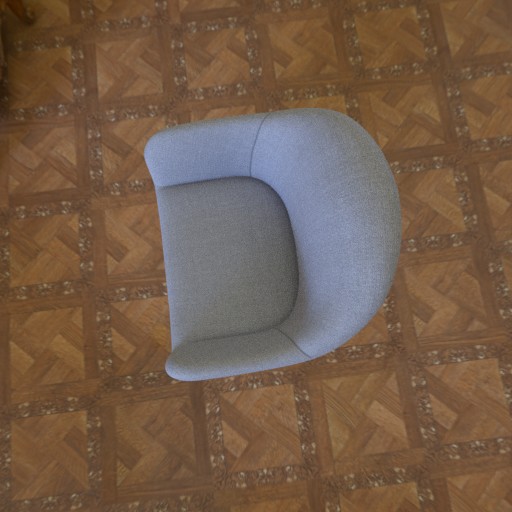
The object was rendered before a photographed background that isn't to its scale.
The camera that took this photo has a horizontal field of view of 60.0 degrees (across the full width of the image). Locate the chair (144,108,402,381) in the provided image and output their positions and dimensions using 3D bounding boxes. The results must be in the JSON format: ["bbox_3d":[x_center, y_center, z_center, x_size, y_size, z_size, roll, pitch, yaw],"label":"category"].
[{"bbox_3d":[0.000,0.000,1.201,0.550,0.795,0.590,-8,77,-2],"label":"chair"}]
